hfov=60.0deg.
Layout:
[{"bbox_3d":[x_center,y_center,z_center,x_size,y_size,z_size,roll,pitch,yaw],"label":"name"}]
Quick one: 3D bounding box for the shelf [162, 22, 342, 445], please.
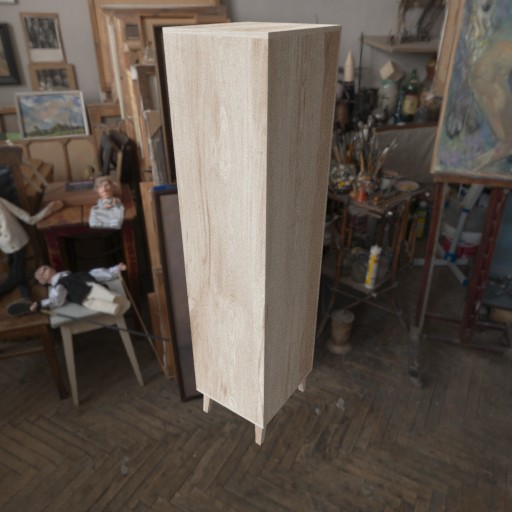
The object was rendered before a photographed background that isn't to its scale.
[{"bbox_3d":[0.000,0.000,2.126,0.450,1.960,0.510,20,36,30],"label":"shelf"}]
